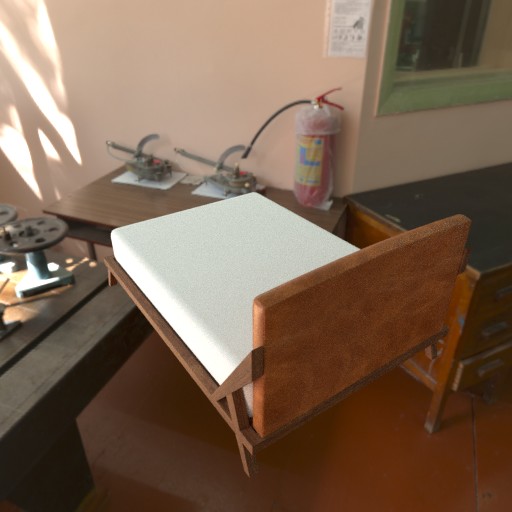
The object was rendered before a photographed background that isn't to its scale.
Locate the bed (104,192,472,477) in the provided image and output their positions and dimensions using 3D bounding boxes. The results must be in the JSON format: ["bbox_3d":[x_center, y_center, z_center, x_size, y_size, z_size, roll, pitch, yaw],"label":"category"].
[{"bbox_3d":[0.000,0.000,3.327,1.651,1.168,2.311,-19,35,-30],"label":"bed"}]
